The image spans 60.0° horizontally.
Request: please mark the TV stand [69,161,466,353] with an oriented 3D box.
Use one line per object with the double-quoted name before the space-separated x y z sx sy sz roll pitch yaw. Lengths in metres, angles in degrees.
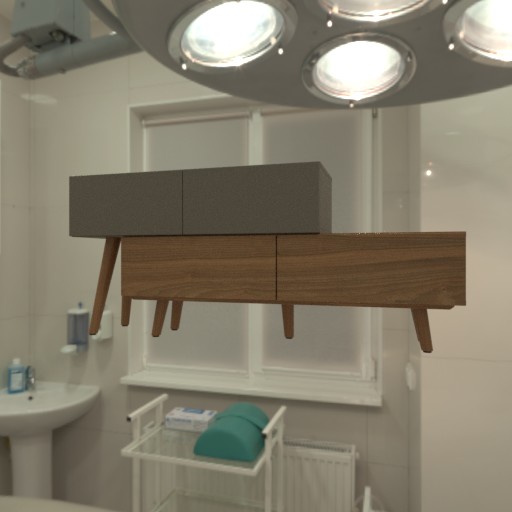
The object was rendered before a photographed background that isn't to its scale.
"TV stand" 0.000 0.000 1.593 1.336 0.591 0.329 0 0 16
